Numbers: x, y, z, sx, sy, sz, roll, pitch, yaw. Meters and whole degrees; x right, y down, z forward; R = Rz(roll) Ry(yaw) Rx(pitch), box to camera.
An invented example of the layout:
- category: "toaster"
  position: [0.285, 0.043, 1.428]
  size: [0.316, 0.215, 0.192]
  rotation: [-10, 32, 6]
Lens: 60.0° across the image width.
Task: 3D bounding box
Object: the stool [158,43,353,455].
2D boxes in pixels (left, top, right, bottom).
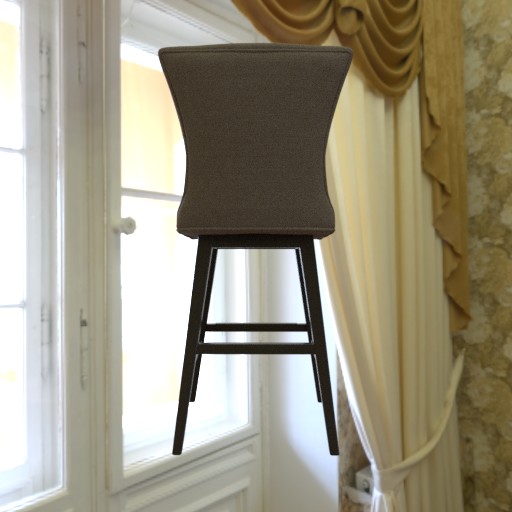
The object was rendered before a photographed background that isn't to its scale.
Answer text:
- category: "stool"
  position: [0.000, 0.000, 1.384]
  size: [0.514, 1.086, 0.574]
  rotation: [0, 0, 0]
